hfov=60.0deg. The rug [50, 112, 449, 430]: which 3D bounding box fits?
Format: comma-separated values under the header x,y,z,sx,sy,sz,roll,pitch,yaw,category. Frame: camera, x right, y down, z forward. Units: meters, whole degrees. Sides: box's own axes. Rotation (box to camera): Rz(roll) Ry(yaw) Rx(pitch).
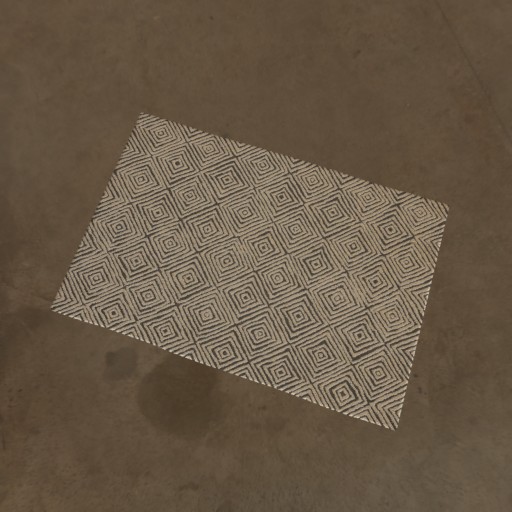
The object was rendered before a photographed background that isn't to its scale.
x,y,z,sx,sy,sz,roll,pitch,yaw,category
0.000,0.000,2.256,1.750,0.004,1.177,18,75,5,rug
